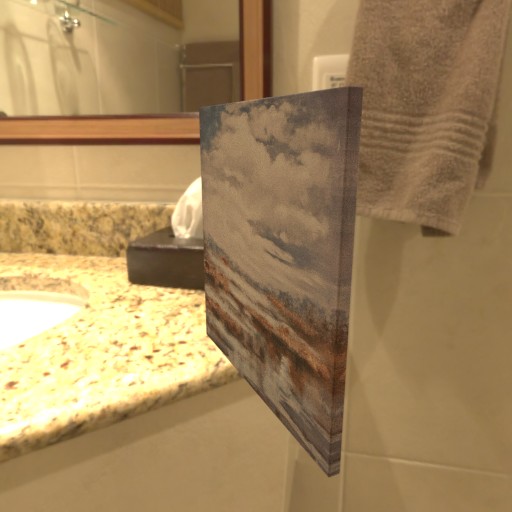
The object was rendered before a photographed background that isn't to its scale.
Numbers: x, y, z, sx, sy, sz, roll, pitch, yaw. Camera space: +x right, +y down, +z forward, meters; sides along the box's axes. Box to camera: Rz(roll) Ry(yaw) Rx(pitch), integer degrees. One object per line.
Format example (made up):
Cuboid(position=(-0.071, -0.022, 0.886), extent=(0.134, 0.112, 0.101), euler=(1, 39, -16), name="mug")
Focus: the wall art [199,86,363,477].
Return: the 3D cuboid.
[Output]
Cuboid(position=(0.000, 0.000, 1.351), extent=(0.035, 0.897, 0.888), euler=(-7, 17, -25), name="wall art")
